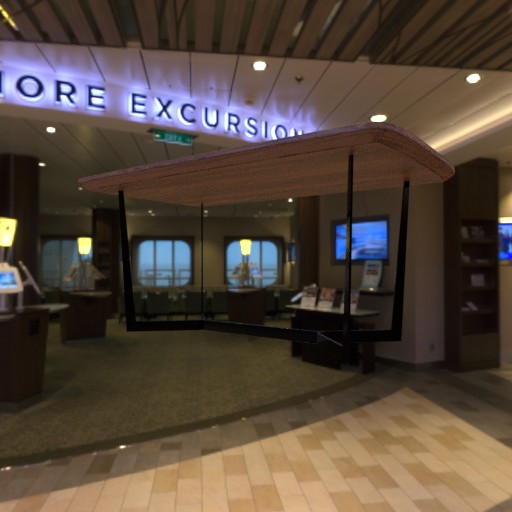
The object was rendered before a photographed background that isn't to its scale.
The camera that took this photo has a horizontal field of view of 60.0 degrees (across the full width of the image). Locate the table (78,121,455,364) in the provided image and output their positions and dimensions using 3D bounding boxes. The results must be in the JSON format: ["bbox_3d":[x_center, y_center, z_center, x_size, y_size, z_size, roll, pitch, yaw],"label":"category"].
[{"bbox_3d":[0.000,0.000,2.115,1.643,0.765,0.949,-1,-1,36],"label":"table"}]
